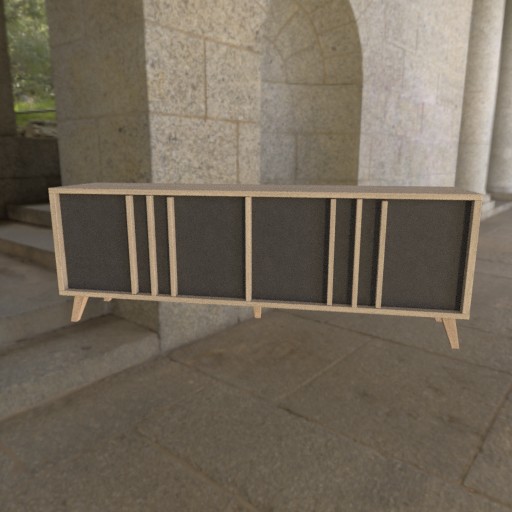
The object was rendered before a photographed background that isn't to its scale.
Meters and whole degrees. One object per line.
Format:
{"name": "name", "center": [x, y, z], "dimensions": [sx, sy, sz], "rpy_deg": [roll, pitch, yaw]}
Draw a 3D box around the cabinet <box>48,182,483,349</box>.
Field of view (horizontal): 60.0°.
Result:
{"name": "cabinet", "center": [0.000, 0.000, 2.539], "dimensions": [2.198, 0.779, 0.499], "rpy_deg": [2, 13, 10]}
